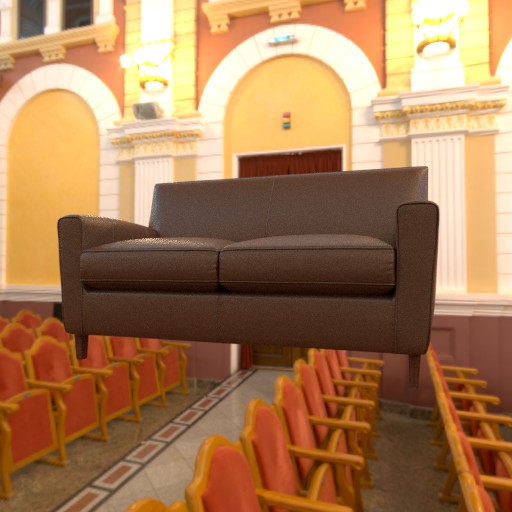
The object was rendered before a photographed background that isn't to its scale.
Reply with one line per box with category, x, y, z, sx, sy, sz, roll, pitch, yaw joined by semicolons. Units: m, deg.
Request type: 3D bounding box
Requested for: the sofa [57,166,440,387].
sofa;0.000;0.000;1.966;1.468;0.859;0.853;0;-1;18
